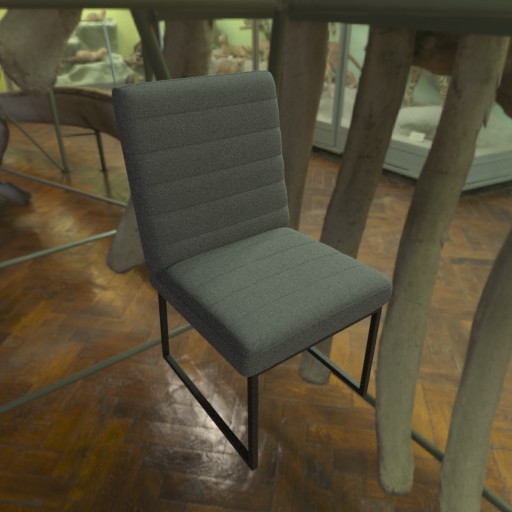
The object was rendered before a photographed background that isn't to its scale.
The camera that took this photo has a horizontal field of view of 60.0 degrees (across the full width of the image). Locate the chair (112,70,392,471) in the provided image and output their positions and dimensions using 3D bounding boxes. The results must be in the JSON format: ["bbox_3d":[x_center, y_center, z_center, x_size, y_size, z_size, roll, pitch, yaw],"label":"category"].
[{"bbox_3d":[0.000,0.000,1.307,0.520,0.930,0.634,-20,36,-31],"label":"chair"}]
